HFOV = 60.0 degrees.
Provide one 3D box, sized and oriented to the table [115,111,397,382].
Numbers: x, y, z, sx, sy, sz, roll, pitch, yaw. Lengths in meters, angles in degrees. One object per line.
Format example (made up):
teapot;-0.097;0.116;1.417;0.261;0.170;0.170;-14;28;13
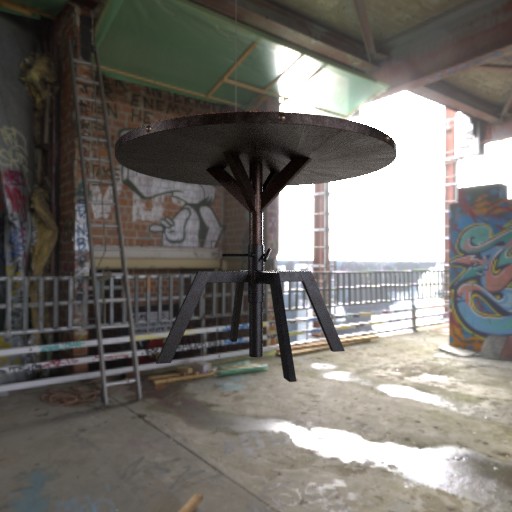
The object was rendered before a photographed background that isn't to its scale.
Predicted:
table;0.000;0.000;1.455;0.885;0.658;0.885;0;-1;0
